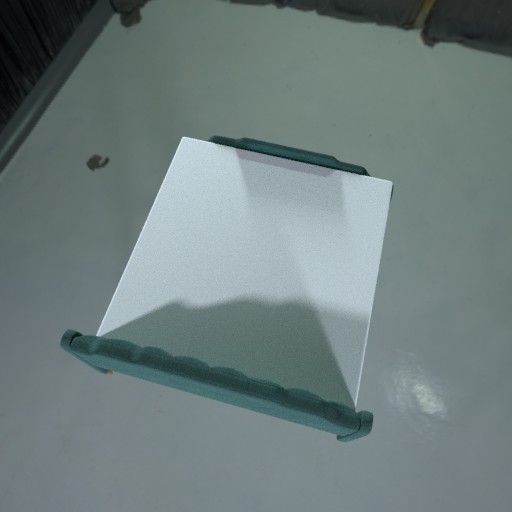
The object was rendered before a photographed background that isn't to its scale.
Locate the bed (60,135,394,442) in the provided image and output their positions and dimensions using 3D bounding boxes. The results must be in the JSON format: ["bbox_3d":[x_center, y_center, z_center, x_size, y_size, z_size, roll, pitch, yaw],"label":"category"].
[{"bbox_3d":[0.000,0.000,3.649,2.074,1.245,2.340,14,65,6],"label":"bed"}]
